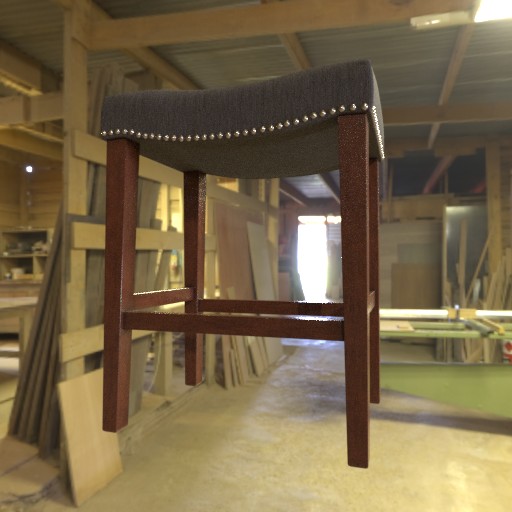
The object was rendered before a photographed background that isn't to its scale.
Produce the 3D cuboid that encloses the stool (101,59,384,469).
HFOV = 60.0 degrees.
[{"bbox_3d":[0.000,0.000,0.922,0.504,0.654,0.372,0,-1,19],"label":"stool"}]
